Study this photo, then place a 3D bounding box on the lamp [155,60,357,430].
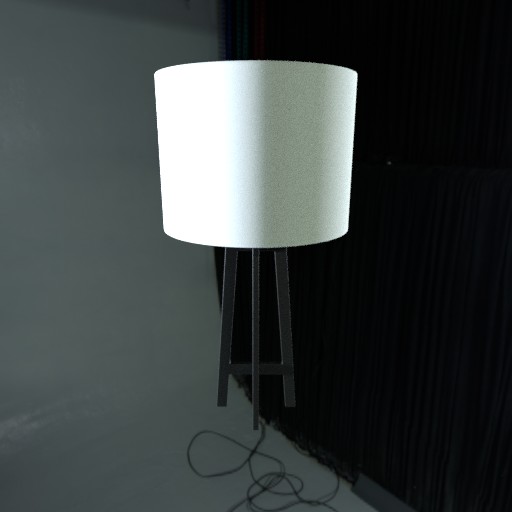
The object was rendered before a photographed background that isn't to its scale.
[{"bbox_3d":[0.000,0.000,0.638,0.257,0.489,0.257,-14,21,-43],"label":"lamp"}]
